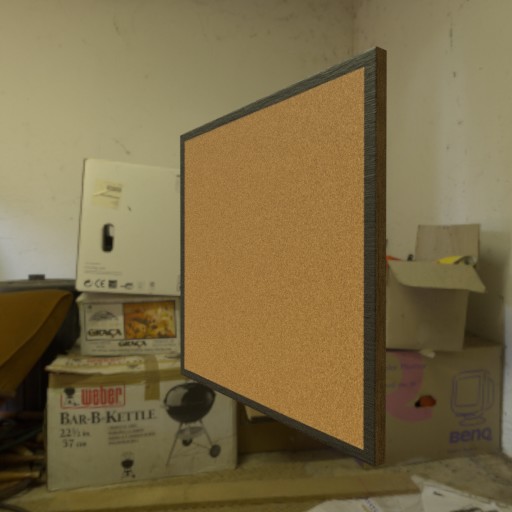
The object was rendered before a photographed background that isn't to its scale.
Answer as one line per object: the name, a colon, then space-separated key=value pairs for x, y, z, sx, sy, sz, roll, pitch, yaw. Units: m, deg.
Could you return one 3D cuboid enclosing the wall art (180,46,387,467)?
wall art: x=0.000 y=0.000 z=1.013 sx=0.029 sy=0.691 sz=0.695 roll=0 pitch=1 yaw=-37
